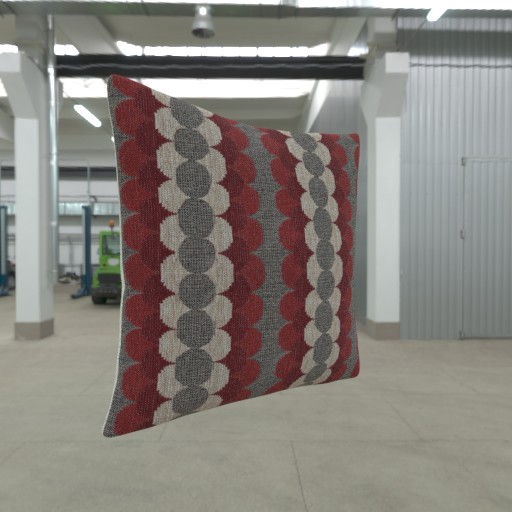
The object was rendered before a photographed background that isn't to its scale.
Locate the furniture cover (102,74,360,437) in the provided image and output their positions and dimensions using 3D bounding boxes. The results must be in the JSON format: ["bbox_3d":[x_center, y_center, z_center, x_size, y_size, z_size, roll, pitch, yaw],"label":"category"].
[{"bbox_3d":[0.000,0.000,0.632,0.435,0.420,0.145,-1,1,-36],"label":"furniture cover"}]
